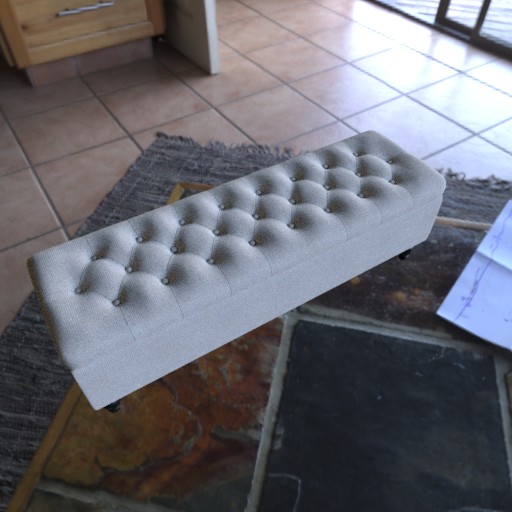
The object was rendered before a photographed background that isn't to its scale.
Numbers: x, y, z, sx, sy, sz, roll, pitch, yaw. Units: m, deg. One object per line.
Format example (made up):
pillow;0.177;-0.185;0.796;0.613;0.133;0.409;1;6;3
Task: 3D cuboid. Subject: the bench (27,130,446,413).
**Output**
bench;0.000;0.000;1.702;1.480;0.467;0.455;-24;51;-21
